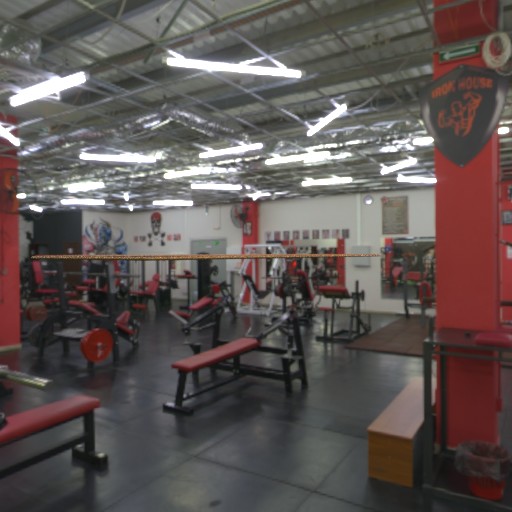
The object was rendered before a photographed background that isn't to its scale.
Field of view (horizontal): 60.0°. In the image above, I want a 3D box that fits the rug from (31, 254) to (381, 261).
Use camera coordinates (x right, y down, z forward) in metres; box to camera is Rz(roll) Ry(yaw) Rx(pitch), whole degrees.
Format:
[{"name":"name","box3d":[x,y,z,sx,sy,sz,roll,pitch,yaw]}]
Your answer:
[{"name":"rug","box3d":[0.000,0.000,2.055,0.556,0.013,1.820,0,0,35]}]
